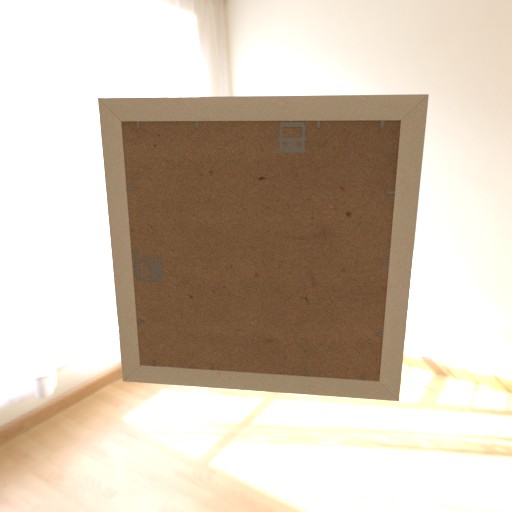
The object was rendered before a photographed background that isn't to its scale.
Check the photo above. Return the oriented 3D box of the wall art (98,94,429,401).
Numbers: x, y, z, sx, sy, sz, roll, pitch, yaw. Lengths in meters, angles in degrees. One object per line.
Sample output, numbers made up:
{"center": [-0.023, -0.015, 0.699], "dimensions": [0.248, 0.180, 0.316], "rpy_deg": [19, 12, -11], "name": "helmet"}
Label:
{"center": [0.000, 0.000, 0.863], "dimensions": [0.584, 0.584, 0.013], "rpy_deg": [2, 15, 7], "name": "wall art"}
